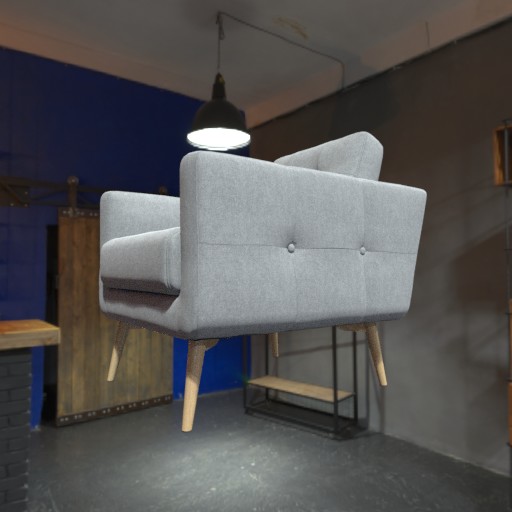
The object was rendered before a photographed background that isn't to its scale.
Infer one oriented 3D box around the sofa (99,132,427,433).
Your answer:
[{"bbox_3d":[0.000,0.000,1.536,0.920,0.860,0.770,1,-2,-35],"label":"sofa"}]
